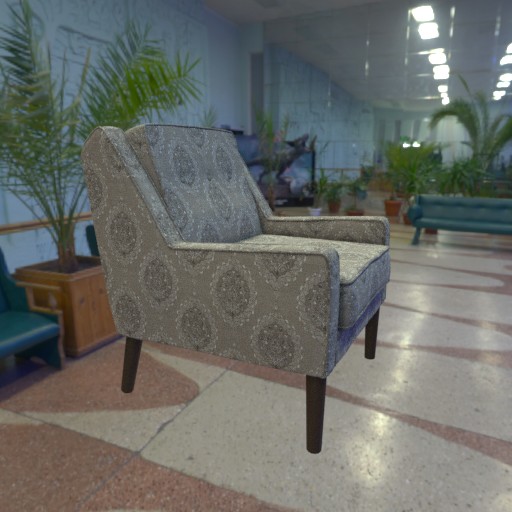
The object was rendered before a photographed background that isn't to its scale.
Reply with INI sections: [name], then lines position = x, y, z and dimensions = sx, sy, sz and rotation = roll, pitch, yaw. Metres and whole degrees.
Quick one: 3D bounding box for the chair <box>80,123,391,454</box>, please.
[chair]
position = 0.000, 0.000, 1.389
dimensions = 0.750, 0.797, 0.665
rotation = 7, 14, 27
